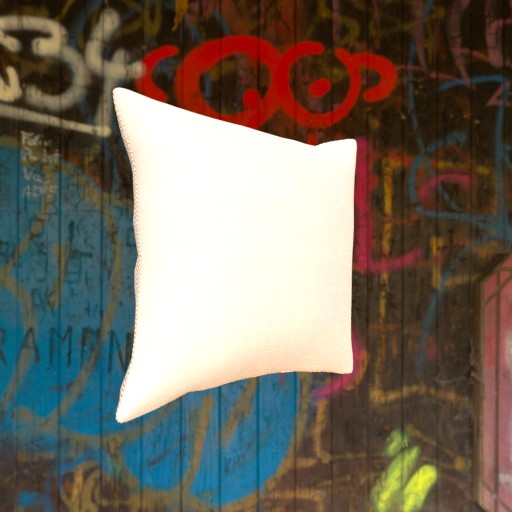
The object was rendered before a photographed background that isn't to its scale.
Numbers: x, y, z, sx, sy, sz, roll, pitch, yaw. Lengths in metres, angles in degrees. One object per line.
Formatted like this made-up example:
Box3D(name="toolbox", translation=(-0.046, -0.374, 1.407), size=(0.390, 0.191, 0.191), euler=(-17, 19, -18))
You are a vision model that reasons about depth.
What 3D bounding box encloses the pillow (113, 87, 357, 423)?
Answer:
Box3D(name="pillow", translation=(0.000, 0.000, 0.644), size=(0.416, 0.401, 0.173), euler=(0, 0, -35))
